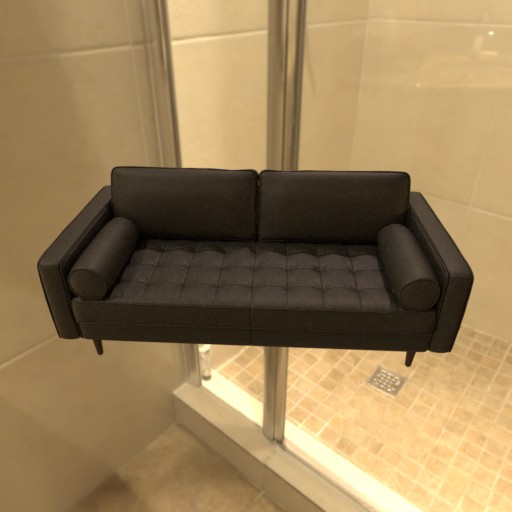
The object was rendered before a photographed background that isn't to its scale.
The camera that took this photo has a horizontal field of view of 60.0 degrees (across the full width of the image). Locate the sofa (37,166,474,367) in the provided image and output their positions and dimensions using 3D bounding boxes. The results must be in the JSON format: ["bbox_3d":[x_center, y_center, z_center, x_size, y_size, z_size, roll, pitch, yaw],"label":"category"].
[{"bbox_3d":[0.000,0.000,2.320,1.879,0.770,0.921,2,31,3],"label":"sofa"}]
